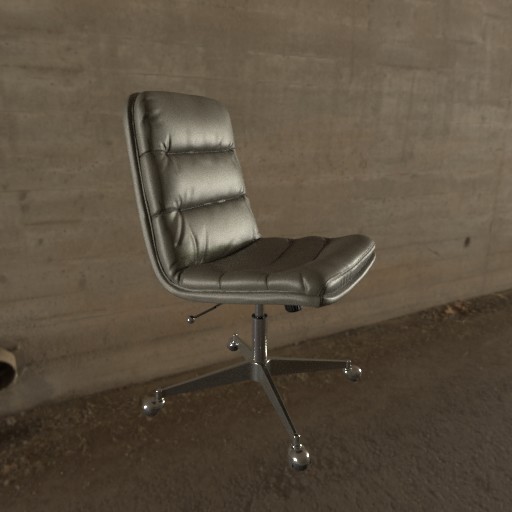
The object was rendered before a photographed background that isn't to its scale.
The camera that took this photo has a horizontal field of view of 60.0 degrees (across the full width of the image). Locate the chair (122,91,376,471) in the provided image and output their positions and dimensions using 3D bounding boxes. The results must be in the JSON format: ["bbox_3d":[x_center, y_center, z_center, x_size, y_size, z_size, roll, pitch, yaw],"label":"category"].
[{"bbox_3d":[0.000,0.000,1.040,0.485,0.738,0.422,7,16,27],"label":"chair"}]
